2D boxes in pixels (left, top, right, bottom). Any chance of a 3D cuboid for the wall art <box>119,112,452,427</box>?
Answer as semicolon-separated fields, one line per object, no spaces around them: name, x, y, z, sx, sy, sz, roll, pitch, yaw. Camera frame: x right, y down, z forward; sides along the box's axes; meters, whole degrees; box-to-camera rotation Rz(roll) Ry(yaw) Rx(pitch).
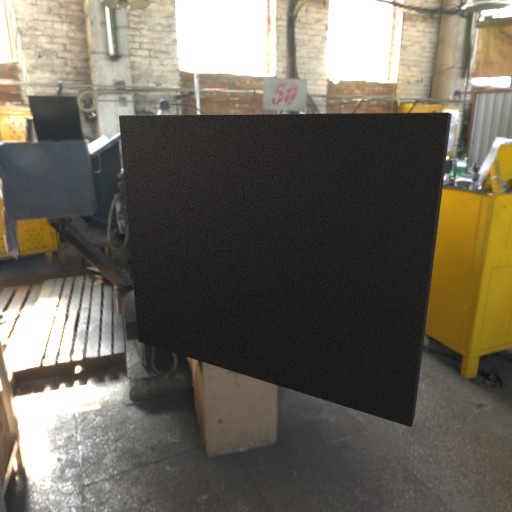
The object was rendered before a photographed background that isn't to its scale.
wall art;0.000;0.000;0.749;0.558;0.457;0.031;9;19;28
